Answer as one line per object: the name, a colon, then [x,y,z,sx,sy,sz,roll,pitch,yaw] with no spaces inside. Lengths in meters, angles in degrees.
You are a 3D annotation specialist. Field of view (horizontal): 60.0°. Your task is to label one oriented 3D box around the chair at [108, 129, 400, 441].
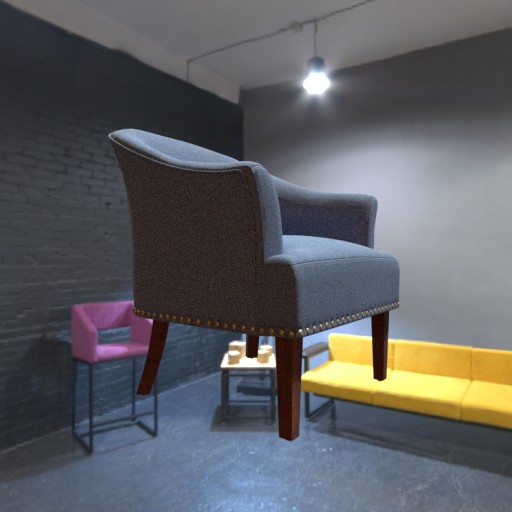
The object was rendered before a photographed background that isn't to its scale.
chair: [0.000,0.000,1.397,0.704,0.815,0.772,0,1,36]
